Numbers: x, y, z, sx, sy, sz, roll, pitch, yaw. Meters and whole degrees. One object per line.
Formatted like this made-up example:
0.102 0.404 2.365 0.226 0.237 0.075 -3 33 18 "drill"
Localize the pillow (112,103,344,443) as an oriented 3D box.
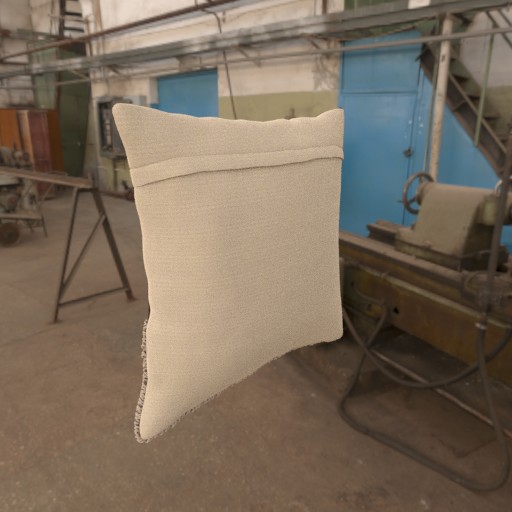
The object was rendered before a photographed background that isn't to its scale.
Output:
0.000 0.000 0.729 0.475 0.473 0.178 -16 23 -42 "pillow"
